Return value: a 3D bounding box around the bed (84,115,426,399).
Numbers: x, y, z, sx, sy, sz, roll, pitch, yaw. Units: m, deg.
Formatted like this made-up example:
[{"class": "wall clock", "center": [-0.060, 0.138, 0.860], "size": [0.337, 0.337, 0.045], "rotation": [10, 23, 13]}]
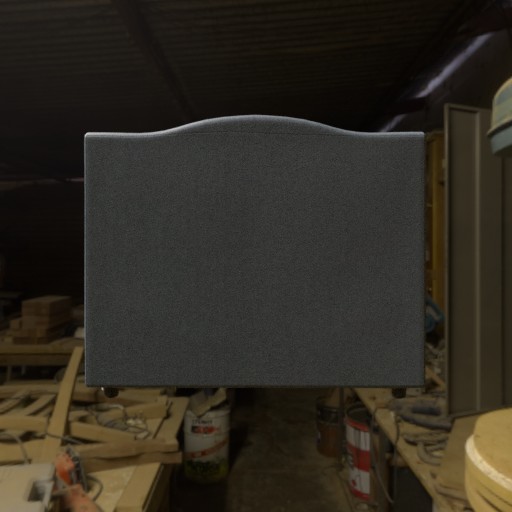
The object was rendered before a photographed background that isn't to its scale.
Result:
[{"class": "bed", "center": [0.000, 0.000, 3.308], "size": [1.753, 1.460, 2.143], "rotation": [0, 0, 0]}]
